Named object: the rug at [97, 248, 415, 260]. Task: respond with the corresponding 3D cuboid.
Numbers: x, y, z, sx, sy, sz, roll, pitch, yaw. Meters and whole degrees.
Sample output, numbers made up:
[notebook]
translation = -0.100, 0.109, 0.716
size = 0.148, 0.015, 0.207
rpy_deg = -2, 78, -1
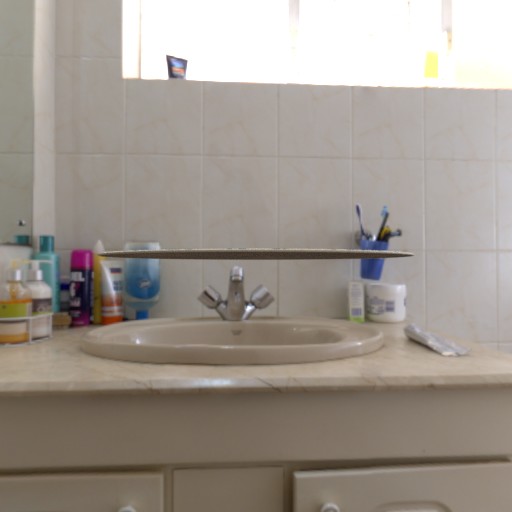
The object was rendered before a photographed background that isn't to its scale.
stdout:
[rug]
translation = 0.000, 0.000, 2.362
size = 1.593, 0.012, 1.593
rpy_deg = 0, -2, 0
